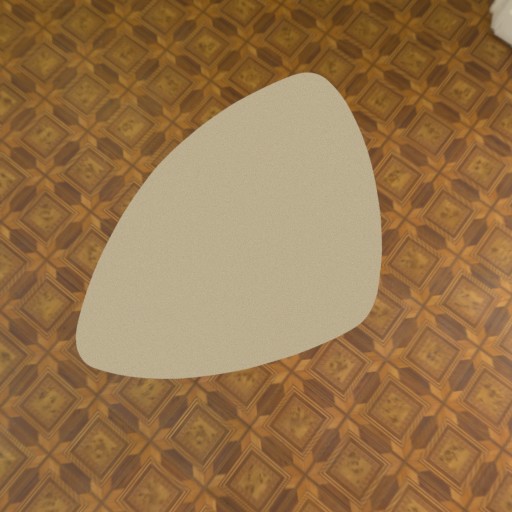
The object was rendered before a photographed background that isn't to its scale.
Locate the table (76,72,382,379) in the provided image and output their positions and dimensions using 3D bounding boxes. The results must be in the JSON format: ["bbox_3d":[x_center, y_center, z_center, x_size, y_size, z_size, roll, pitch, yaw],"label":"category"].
[{"bbox_3d":[0.000,0.000,1.658,0.850,0.440,1.250,37,80,8],"label":"table"}]
